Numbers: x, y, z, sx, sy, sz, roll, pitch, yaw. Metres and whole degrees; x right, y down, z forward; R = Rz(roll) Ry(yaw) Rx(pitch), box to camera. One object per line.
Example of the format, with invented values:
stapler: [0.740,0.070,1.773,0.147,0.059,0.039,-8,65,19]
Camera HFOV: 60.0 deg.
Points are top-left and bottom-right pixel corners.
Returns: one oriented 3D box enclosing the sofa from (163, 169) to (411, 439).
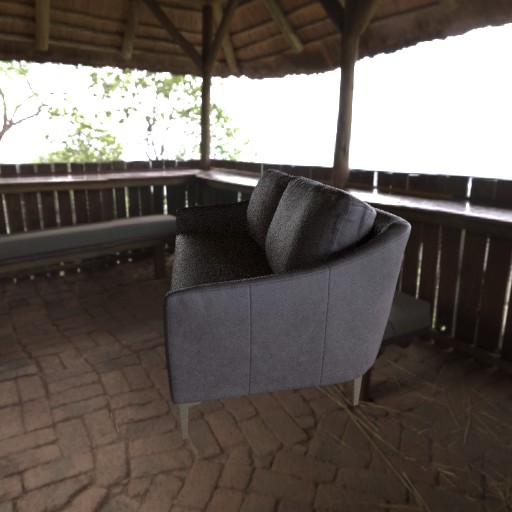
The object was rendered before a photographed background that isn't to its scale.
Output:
sofa: [0.000,0.000,2.543,0.960,0.902,2.036,-2,15,-8]
